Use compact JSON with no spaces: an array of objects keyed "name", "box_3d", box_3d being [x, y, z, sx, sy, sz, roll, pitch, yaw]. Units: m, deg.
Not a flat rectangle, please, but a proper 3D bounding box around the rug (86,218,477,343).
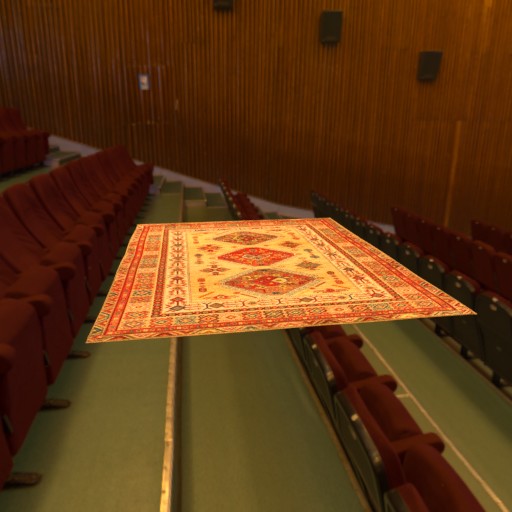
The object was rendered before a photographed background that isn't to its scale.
[{"name":"rug","box_3d":[0.000,0.000,4.159,2.460,0.005,3.067,-3,17,-9]}]
